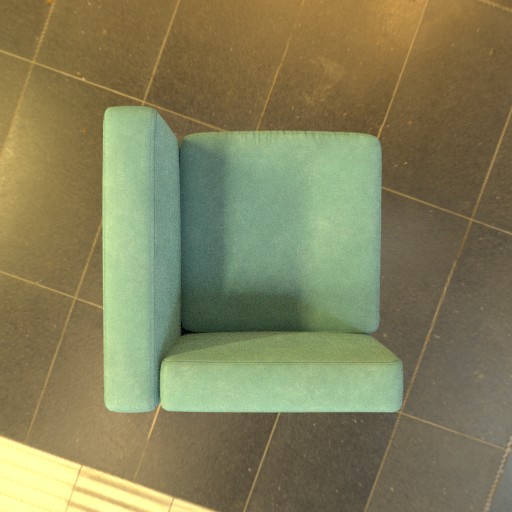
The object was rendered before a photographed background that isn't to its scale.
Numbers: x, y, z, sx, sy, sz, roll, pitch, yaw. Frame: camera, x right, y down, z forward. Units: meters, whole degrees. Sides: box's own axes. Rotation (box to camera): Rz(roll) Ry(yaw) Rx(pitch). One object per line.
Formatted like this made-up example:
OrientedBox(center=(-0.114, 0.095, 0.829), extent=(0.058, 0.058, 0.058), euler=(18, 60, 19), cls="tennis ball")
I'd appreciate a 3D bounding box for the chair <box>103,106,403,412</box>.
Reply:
OrientedBox(center=(0.000, 0.000, 1.253), extent=(0.680, 0.660, 0.680), euler=(0, 91, 0), cls="chair")
